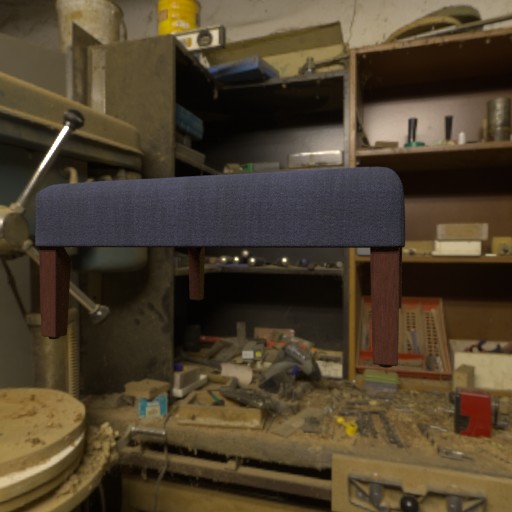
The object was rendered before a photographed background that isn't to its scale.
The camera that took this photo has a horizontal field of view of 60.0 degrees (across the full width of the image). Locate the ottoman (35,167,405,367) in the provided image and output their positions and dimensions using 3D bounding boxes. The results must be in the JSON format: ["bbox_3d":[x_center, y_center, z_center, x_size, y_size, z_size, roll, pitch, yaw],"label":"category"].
[{"bbox_3d":[0.000,0.000,1.395,0.889,0.411,0.890,0,1,19],"label":"ottoman"}]
